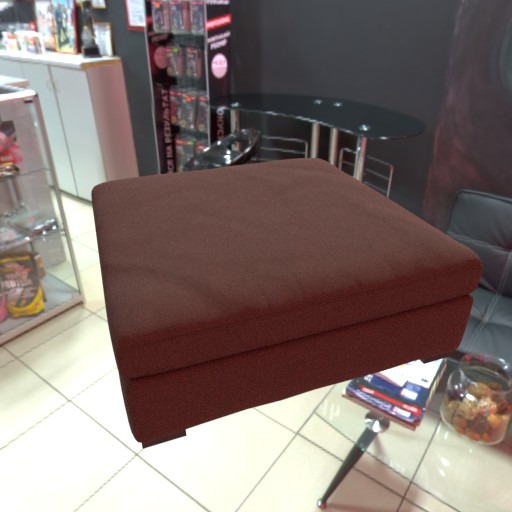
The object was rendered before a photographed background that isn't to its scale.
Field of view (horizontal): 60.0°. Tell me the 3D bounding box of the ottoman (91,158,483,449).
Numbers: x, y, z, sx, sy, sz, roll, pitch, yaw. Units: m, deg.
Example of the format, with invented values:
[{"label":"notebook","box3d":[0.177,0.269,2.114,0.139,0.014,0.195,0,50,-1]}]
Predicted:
[{"label":"ottoman","box3d":[0.000,0.000,1.799,1.181,0.470,1.181,-11,32,-18]}]
